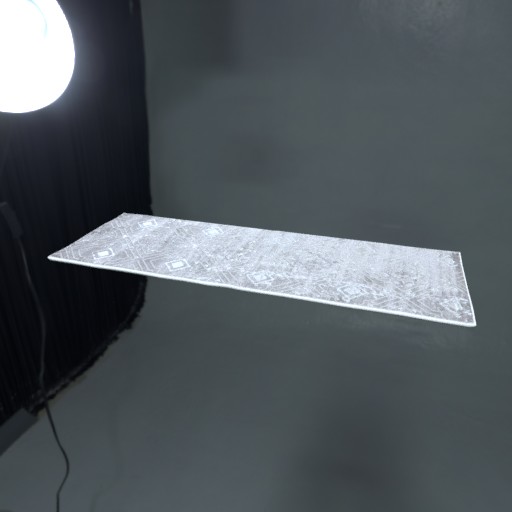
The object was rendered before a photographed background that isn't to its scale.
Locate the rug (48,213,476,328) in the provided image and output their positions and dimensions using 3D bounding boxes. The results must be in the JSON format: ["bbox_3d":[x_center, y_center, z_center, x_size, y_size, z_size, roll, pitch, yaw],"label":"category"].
[{"bbox_3d":[0.000,0.000,2.706,2.381,0.035,0.832,8,26,16],"label":"rug"}]
